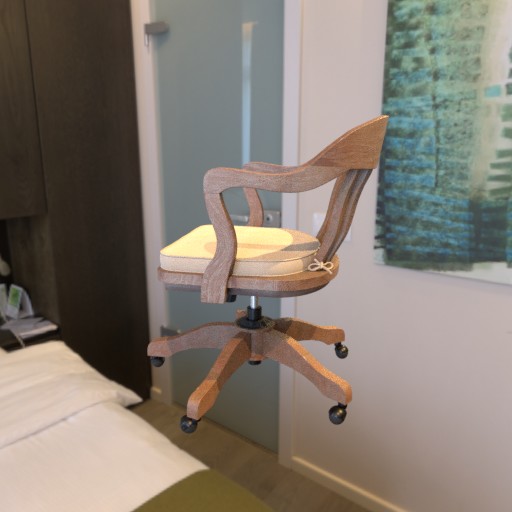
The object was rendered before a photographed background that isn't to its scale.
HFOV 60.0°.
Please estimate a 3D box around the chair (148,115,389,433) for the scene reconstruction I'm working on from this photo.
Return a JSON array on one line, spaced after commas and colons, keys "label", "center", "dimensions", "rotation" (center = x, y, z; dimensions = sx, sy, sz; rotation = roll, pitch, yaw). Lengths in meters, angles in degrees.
[{"label": "chair", "center": [0.000, 0.000, 1.469], "dimensions": [0.788, 0.878, 0.750], "rotation": [2, 14, 8]}]
